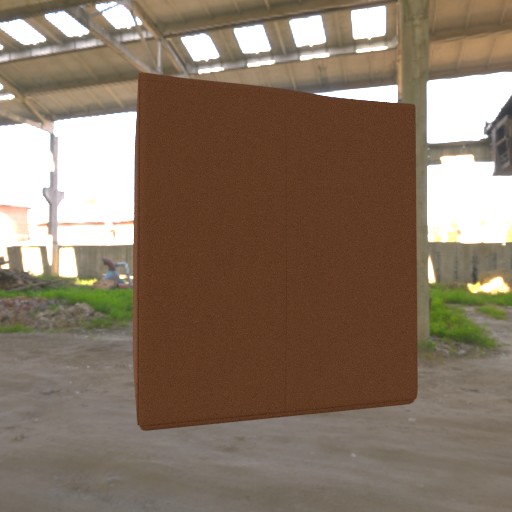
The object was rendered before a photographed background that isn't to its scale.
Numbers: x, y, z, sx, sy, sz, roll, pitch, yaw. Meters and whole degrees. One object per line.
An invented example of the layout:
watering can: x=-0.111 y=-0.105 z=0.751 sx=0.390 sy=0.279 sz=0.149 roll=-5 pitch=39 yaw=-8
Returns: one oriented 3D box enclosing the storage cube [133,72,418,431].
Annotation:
storage cube: x=0.000 y=0.000 z=0.505 sx=0.270 sy=0.280 sz=0.270 roll=0 pitch=-1 yaw=-16
